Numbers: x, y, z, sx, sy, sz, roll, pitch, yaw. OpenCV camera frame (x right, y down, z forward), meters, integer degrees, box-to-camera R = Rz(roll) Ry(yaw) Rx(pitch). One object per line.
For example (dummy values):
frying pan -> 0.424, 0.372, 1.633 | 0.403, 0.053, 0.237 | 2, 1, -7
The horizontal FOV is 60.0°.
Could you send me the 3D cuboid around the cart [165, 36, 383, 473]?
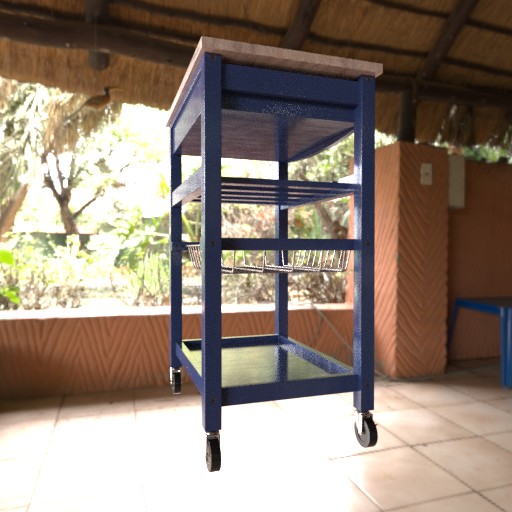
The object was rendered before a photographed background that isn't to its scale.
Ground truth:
cart -> 0.000, 0.000, 1.172 | 0.403, 0.839, 0.584 | 0, 1, -18
